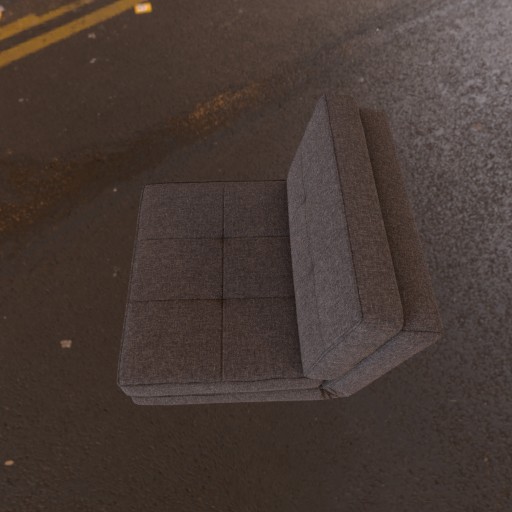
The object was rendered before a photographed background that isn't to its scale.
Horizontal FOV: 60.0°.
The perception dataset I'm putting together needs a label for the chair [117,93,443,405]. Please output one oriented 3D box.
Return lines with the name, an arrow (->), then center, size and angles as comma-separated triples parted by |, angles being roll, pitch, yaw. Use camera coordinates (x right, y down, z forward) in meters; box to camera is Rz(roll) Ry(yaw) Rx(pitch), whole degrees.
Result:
chair -> 0.000, 0.000, 1.332 | 0.800, 0.615, 0.740 | -1, 59, -1
